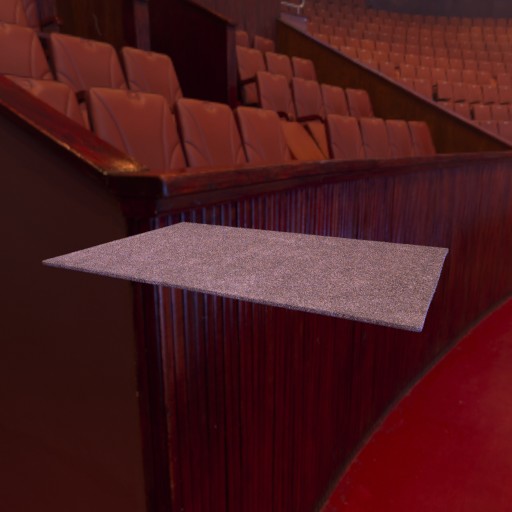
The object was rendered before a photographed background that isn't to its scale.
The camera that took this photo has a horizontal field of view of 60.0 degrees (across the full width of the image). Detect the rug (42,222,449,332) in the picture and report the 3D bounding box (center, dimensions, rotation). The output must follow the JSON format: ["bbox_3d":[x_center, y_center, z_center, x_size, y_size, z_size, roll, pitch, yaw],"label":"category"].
[{"bbox_3d":[0.000,0.000,3.514,2.699,0.026,1.802,7,17,26],"label":"rug"}]
